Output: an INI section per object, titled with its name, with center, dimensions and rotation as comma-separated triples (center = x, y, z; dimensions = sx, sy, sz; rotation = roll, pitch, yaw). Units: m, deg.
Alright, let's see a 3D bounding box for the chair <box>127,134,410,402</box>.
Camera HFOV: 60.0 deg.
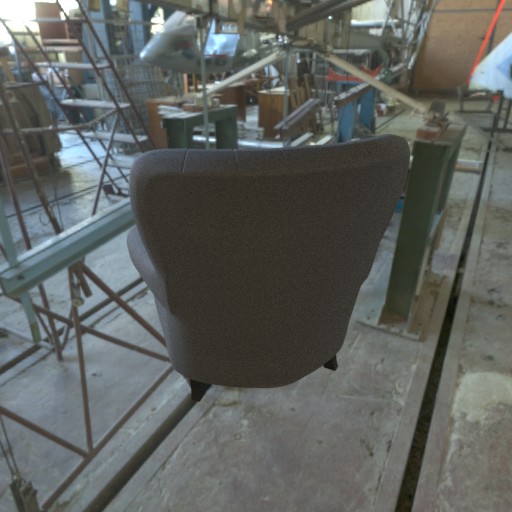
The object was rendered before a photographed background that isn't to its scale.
[chair]
center = 0.000, 0.000, 1.794
dimensions = 0.983, 1.046, 0.983
rotation = -8, 27, -16
